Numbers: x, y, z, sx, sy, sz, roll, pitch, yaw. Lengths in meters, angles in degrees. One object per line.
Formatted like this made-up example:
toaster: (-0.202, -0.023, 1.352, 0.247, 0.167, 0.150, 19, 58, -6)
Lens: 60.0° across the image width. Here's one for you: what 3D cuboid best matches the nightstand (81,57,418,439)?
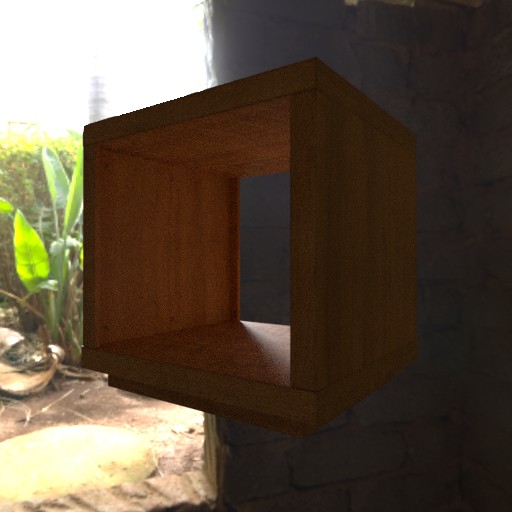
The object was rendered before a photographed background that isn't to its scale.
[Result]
nightstand: (0.000, 0.000, 0.863, 0.493, 0.491, 0.436, 0, 0, 35)
